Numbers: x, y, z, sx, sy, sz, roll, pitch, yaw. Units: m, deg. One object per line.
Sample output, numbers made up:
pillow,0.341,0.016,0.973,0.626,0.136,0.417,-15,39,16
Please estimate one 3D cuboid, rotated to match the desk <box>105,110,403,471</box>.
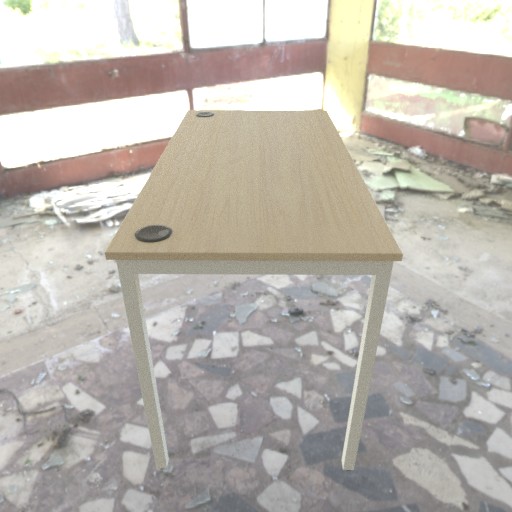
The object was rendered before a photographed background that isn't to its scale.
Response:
desk,0.000,0.000,1.595,0.600,0.750,1.200,0,31,0
